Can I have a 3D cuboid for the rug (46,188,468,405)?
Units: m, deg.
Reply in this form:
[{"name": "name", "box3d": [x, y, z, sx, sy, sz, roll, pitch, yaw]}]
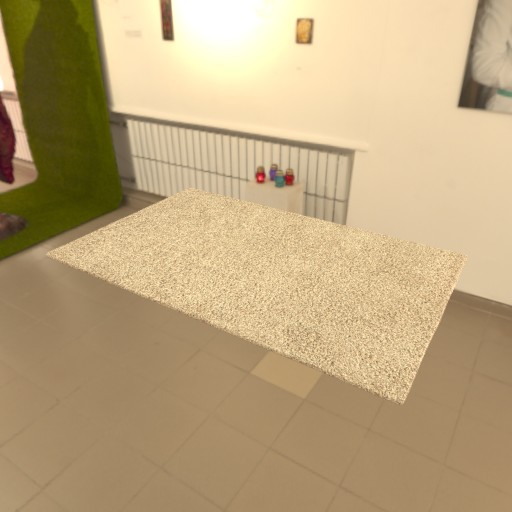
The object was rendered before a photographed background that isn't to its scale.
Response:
[{"name": "rug", "box3d": [0.000, 0.000, 3.006, 2.438, 0.030, 1.524, 17, 33, 28]}]
